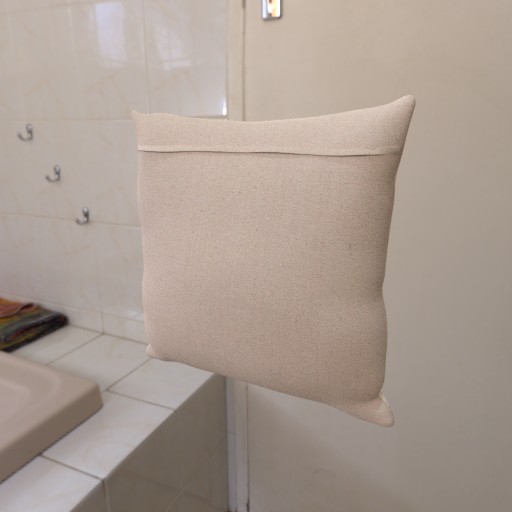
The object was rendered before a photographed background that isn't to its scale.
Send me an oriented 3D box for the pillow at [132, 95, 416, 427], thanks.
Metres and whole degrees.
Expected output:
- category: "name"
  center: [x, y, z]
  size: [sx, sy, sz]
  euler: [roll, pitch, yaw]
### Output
- category: "pillow"
  center: [0.000, 0.000, 0.665]
  size: [0.440, 0.441, 0.182]
  euler: [8, 17, 26]
